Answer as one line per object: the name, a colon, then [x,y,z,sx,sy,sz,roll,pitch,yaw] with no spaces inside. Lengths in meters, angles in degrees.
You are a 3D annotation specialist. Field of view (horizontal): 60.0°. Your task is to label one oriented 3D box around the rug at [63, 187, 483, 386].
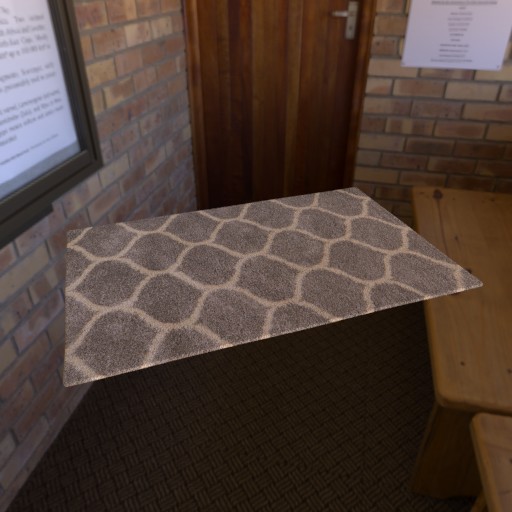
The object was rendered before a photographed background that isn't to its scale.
rug: [0.000,0.000,2.905,2.348,0.025,1.501,-11,34,-16]
